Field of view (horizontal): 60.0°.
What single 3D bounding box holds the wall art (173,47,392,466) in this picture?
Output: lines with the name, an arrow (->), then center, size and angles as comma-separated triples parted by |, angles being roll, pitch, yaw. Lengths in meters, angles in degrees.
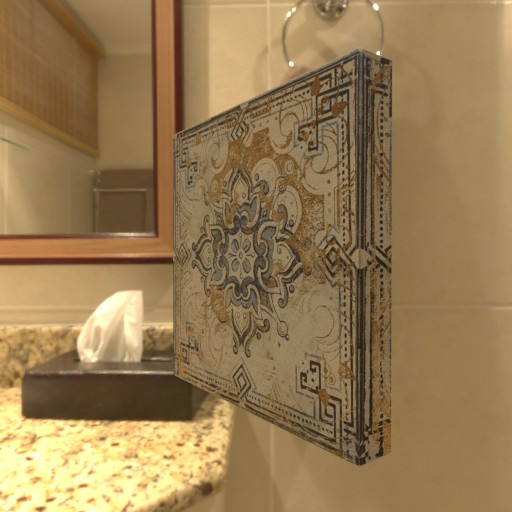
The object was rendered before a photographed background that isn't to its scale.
wall art -> 0.000, 0.000, 0.454 | 0.038, 0.306, 0.302 | 0, 1, -37
